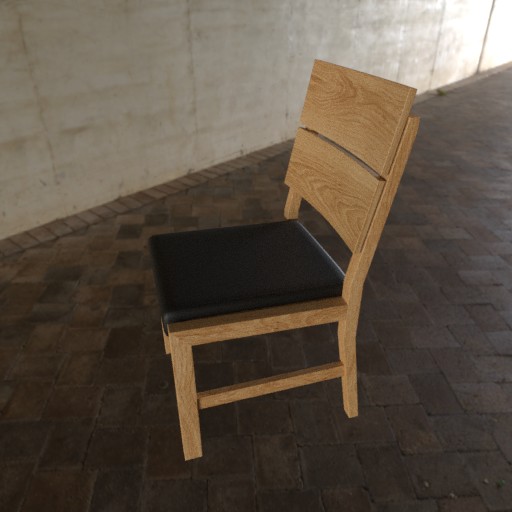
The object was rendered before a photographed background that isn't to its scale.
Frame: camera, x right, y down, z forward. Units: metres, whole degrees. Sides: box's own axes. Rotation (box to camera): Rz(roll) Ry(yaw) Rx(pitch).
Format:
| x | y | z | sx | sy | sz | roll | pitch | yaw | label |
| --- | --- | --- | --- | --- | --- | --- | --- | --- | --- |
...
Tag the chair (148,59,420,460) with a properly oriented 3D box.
| x | y | z | sx | sy | sz | roll | pitch | yaw | label |
| --- | --- | --- | --- | --- | --- | --- | --- | --- | --- |
| 0.000 | 0.000 | 1.246 | 0.569 | 0.950 | 0.475 | -9 | 32 | -14 | chair |
